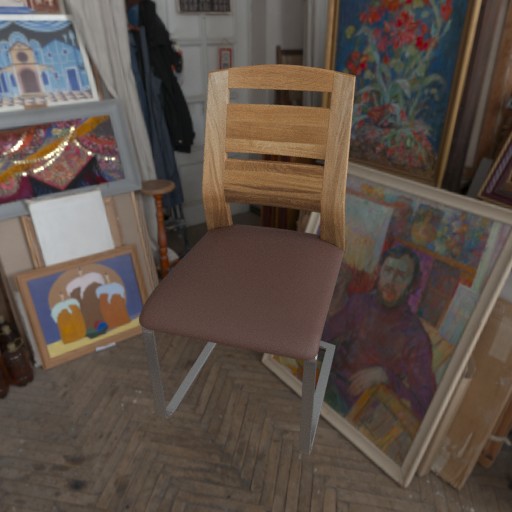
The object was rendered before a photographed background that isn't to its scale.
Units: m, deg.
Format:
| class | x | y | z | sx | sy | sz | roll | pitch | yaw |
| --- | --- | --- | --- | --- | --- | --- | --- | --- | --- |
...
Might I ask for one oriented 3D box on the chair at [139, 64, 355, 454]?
| class | x | y | z | sx | sy | sz | roll | pitch | yaw |
| --- | --- | --- | --- | --- | --- | --- | --- | --- | --- |
| chair | 0.000 | 0.000 | 1.261 | 0.460 | 0.970 | 0.570 | 8 | 28 | 15 |
